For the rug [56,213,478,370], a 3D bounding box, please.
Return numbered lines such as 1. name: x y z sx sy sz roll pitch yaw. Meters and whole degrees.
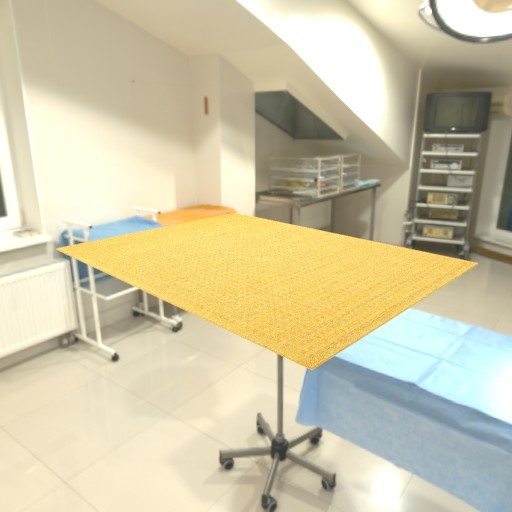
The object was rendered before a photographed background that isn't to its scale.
1. rug: 0.000 0.000 4.274 3.242 0.015 2.486 16 23 42
